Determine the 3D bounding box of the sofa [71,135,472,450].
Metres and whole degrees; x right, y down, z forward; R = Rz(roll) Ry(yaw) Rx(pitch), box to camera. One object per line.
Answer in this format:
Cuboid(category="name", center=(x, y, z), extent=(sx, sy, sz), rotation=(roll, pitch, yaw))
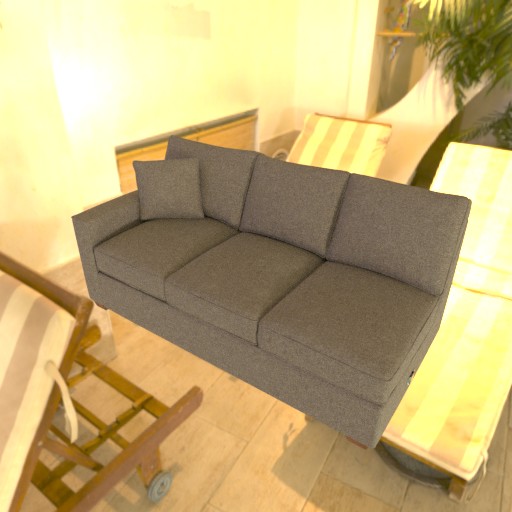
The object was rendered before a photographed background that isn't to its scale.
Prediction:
Cuboid(category="sofa", center=(0.000, 0.000, 2.505), extent=(1.963, 0.946, 1.034), rotation=(19, 35, 30))
